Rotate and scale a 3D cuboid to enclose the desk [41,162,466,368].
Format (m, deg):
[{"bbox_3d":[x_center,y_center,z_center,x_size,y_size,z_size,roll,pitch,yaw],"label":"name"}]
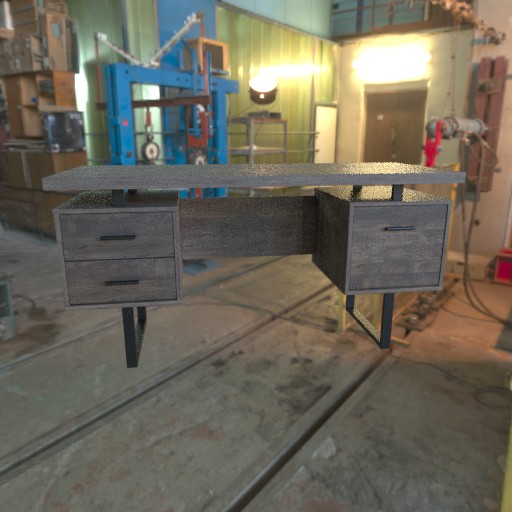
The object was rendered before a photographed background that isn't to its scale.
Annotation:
[{"bbox_3d":[0.000,0.000,1.961,1.524,0.760,0.600,-2,16,-8],"label":"desk"}]
